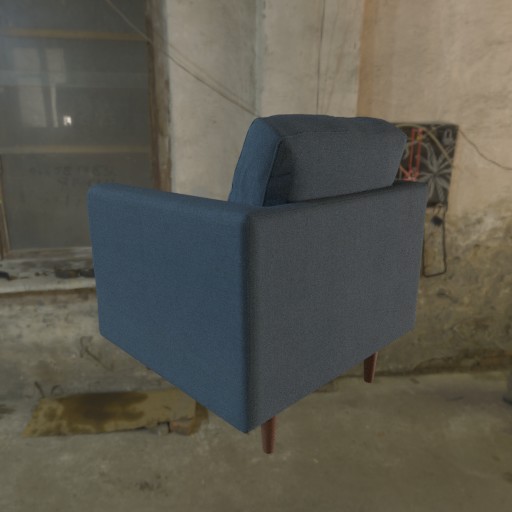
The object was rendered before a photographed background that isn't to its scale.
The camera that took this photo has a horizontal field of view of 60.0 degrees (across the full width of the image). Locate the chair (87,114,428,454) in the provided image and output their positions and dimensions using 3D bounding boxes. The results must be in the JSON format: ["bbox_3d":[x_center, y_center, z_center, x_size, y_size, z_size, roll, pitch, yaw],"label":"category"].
[{"bbox_3d":[0.000,0.000,1.537,0.855,0.922,0.820,-15,22,-42],"label":"chair"}]
